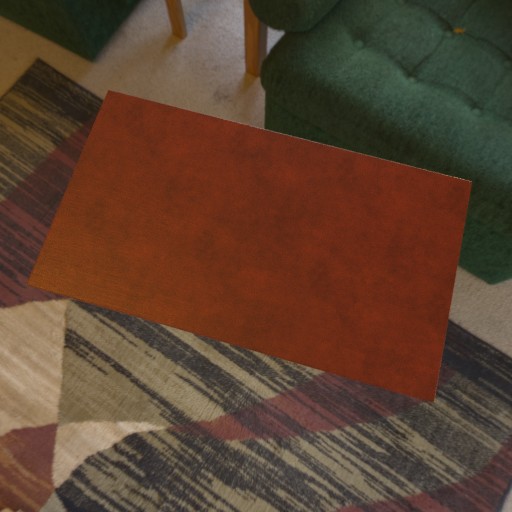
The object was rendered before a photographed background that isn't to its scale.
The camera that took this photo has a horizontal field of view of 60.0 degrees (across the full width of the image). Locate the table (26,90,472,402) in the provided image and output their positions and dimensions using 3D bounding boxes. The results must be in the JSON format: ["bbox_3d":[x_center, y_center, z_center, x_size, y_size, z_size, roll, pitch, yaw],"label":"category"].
[{"bbox_3d":[0.000,0.000,1.264,0.943,0.456,0.533,15,76,4],"label":"table"}]
